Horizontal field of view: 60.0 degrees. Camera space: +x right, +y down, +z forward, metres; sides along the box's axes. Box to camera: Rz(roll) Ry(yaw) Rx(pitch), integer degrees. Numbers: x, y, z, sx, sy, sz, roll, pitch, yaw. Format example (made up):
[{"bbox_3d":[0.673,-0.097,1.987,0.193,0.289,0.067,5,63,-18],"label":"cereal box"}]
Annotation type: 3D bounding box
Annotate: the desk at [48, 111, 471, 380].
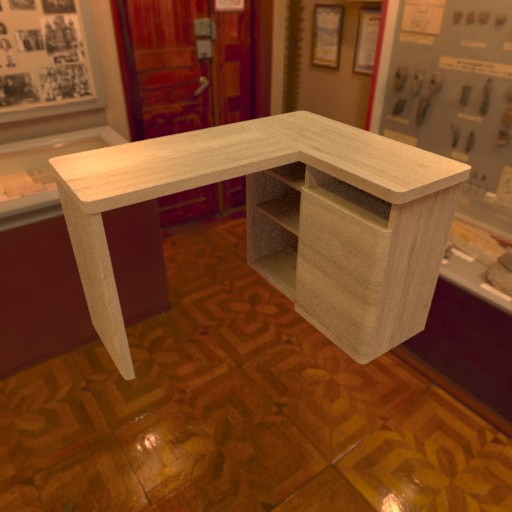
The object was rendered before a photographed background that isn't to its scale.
[{"bbox_3d":[0.000,0.000,1.729,1.169,0.760,0.900,-20,38,-29],"label":"desk"}]
